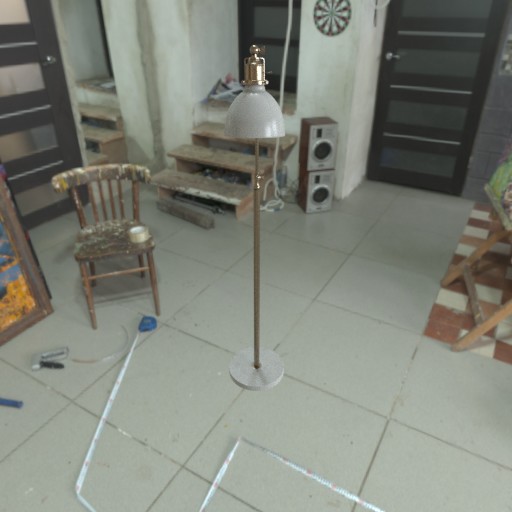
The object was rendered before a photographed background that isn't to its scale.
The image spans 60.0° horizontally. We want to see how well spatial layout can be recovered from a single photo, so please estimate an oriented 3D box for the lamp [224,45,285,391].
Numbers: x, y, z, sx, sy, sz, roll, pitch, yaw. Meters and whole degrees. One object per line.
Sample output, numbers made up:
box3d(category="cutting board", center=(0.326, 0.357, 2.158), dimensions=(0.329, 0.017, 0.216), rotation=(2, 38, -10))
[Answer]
box3d(category="lamp", center=(0.000, 0.000, 1.801), dimensions=(0.288, 1.586, 0.599), rotation=(0, 31, 1))
